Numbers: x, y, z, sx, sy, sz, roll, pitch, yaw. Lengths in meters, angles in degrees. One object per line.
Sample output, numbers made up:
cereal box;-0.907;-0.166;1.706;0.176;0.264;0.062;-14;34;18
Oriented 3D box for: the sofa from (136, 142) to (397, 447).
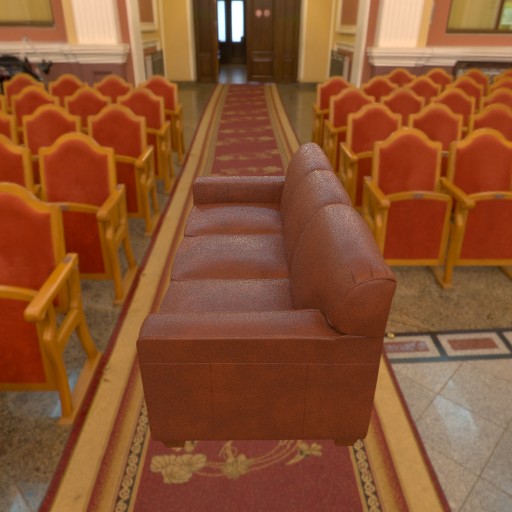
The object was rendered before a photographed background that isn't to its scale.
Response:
sofa;0.000;0.000;2.635;1.008;0.953;2.039;0;28;-1
